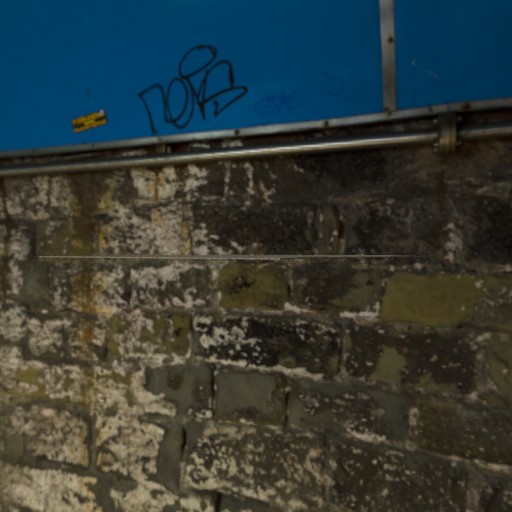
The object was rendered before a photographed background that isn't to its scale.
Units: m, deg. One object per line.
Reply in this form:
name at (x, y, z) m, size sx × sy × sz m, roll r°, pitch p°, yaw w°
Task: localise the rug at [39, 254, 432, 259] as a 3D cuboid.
rug at (0.000, 0.000, 4.038) m, size 2.371 × 0.012 × 3.000 m, roll 0°, pitch 0°, yaw 36°
